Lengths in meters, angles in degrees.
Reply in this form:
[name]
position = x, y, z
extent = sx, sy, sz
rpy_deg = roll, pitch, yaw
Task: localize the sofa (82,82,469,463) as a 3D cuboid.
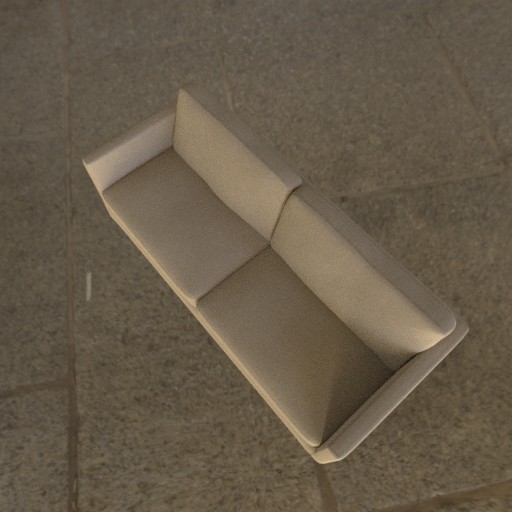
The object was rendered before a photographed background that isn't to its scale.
[sofa]
position = 0.000, 0.000, 2.622
extent = 0.948, 0.932, 2.181
rpy_deg = -38, 69, -17
